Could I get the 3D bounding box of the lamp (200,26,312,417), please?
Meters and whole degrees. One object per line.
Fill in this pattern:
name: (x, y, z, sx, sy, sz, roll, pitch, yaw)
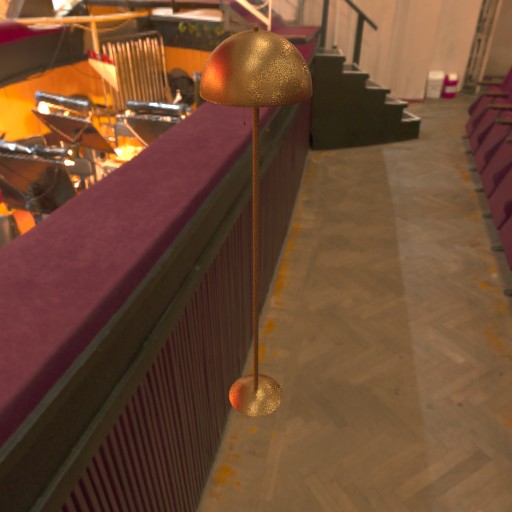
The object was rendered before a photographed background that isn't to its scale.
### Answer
lamp: (0.000, 0.000, 1.603, 0.328, 1.480, 0.328, 10, 34, 15)
